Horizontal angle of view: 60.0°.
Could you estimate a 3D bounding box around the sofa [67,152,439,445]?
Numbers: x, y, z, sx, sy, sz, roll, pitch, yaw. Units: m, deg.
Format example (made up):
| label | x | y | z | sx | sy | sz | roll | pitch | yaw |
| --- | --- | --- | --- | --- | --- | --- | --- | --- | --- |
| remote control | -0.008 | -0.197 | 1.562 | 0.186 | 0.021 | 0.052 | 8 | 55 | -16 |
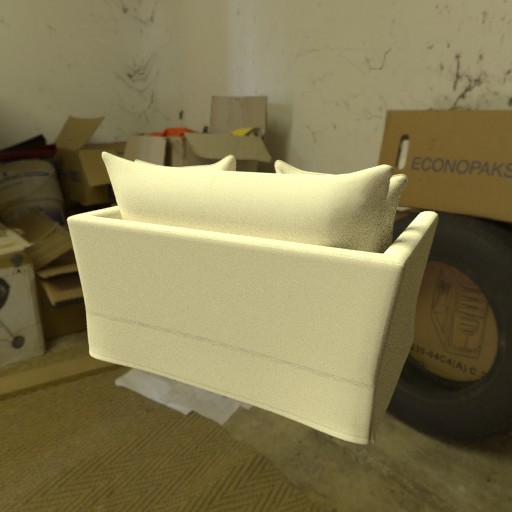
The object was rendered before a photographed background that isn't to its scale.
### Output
| label | x | y | z | sx | sy | sz | roll | pitch | yaw |
| --- | --- | --- | --- | --- | --- | --- | --- | --- | --- |
| sofa | 0.000 | 0.000 | 2.275 | 1.608 | 1.039 | 1.026 | 9 | 19 | 27 |
